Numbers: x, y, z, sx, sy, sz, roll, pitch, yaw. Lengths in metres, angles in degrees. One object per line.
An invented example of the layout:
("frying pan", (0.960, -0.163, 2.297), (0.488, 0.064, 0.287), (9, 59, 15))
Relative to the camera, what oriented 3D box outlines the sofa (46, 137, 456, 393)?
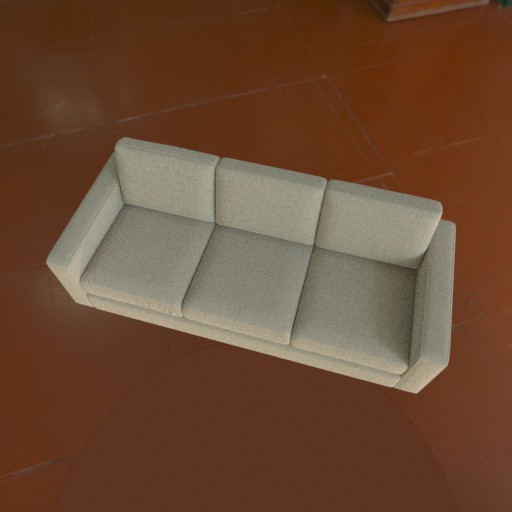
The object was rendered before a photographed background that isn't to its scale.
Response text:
("sofa", (0.000, 0.000, 2.611), (2.160, 0.800, 0.900), (13, 58, 8))
